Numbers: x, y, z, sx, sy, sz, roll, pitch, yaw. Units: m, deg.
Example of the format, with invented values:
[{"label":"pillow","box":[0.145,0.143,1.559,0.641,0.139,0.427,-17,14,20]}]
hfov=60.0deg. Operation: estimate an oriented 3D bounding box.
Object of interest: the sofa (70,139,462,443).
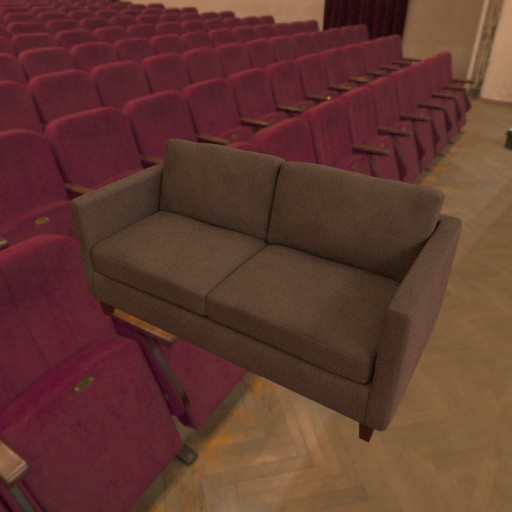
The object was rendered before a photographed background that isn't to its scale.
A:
[{"label":"sofa","box":[0.000,0.000,2.439,1.884,0.963,0.950,18,35,27]}]
